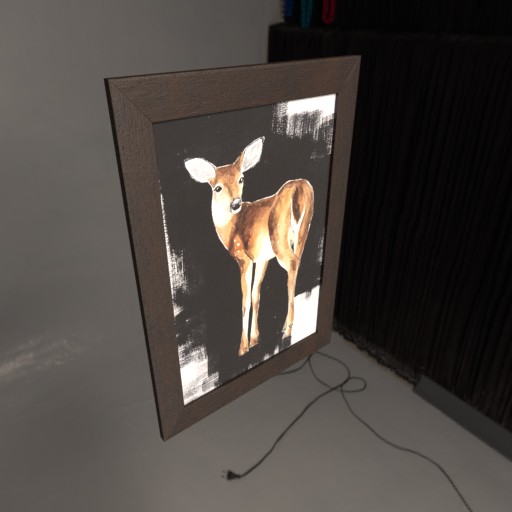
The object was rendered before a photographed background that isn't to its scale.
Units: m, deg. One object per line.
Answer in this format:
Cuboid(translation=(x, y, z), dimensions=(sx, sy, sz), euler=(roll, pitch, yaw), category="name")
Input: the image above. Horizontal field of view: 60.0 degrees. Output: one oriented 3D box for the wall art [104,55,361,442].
Cuboid(translation=(0.000, 0.000, 0.637), dimensions=(0.359, 0.508, 0.013), euler=(-21, 36, -33), category="wall art")
